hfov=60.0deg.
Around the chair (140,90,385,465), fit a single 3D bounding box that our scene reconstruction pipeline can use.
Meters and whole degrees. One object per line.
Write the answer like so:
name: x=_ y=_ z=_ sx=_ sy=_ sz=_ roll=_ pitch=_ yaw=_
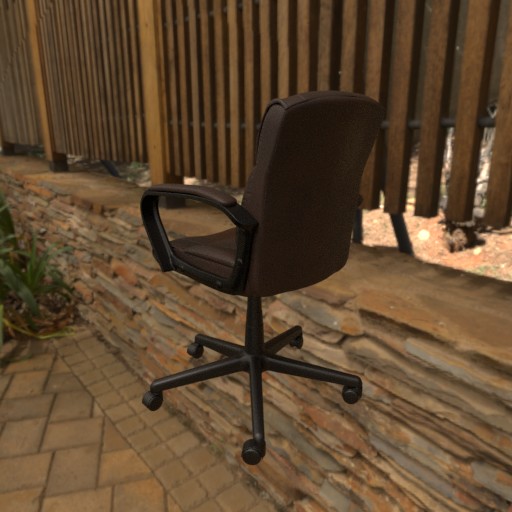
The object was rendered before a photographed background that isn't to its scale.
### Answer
chair: x=0.000 y=0.000 z=1.484 sx=0.739 sy=1.004 sz=0.717 roll=-15 pitch=22 yaw=-42
